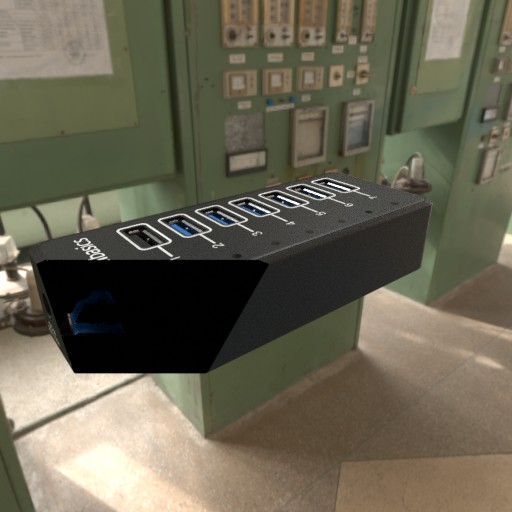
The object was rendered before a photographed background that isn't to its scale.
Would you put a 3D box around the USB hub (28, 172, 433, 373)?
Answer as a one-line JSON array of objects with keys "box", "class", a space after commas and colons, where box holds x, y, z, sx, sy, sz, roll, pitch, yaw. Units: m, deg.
[{"box": [0.000, 0.000, 0.128, 0.110, 0.023, 0.044, -19, 32, -33], "class": "USB hub"}]
